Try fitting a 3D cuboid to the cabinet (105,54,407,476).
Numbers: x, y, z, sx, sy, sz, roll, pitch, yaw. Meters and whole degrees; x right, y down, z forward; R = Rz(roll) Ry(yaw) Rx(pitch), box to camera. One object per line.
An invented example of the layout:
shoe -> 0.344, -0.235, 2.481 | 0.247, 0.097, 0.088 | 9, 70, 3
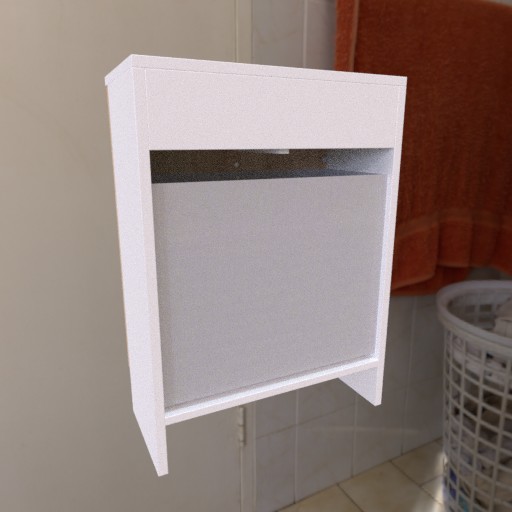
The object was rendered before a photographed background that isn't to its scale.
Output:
cabinet -> 0.000, 0.000, 1.079 | 0.600, 0.815, 0.296 | -7, 16, -25
